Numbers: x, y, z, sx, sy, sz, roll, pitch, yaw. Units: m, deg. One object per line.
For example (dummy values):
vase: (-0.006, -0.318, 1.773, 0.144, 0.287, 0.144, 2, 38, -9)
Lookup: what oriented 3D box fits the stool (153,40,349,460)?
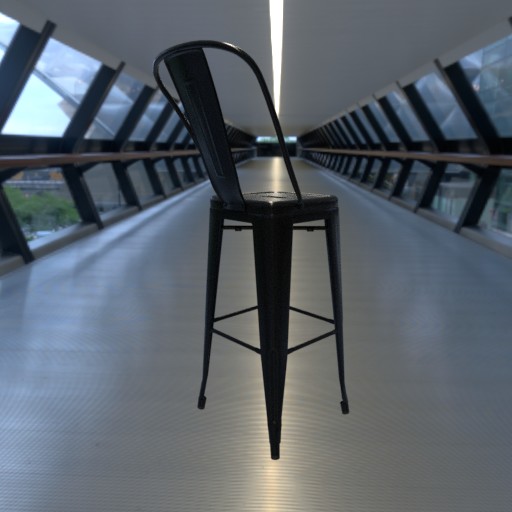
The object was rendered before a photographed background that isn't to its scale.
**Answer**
stool: (0.000, 0.000, 1.328, 0.513, 1.096, 0.399, -11, 17, -42)
